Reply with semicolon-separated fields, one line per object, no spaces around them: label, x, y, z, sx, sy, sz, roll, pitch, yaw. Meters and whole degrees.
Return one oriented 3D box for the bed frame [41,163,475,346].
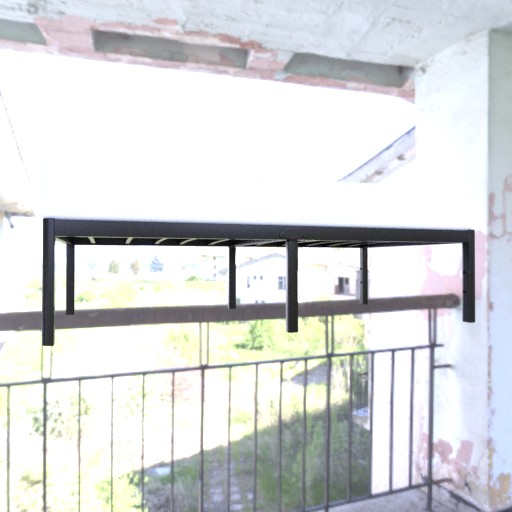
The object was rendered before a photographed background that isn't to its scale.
bed frame;0.000;0.000;2.355;1.950;0.659;1.023;0;-1;-18
